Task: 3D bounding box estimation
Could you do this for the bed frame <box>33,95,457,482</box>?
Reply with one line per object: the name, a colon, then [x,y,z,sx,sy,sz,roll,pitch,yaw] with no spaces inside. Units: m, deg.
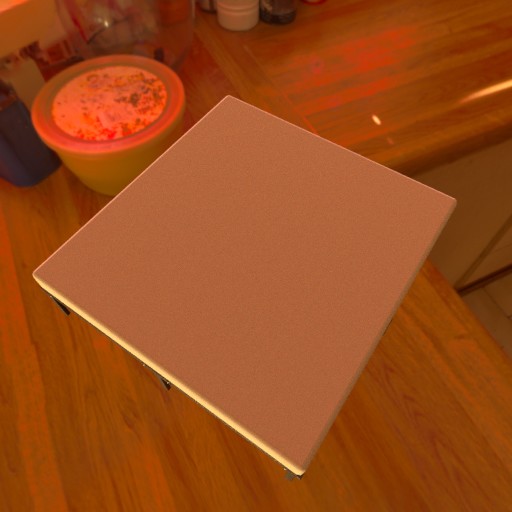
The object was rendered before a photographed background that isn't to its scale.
bed frame: [0.000,0.000,3.939,2.526,0.680,2.635,30,63,17]
